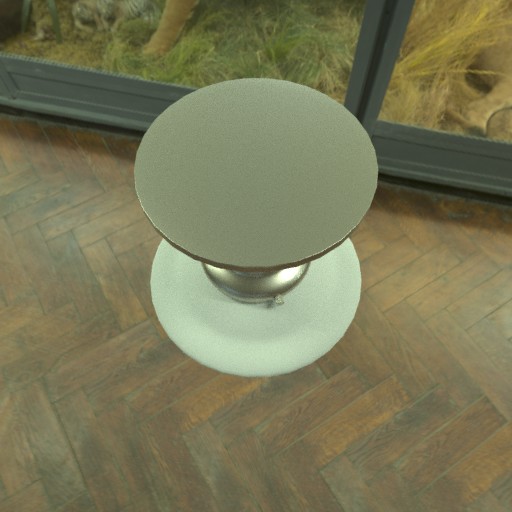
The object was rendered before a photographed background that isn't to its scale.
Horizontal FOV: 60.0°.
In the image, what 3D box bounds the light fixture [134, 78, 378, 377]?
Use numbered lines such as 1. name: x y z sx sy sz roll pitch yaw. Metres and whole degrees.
1. light fixture: 0.000 0.000 0.391 0.199 0.254 0.199 0 61 0
